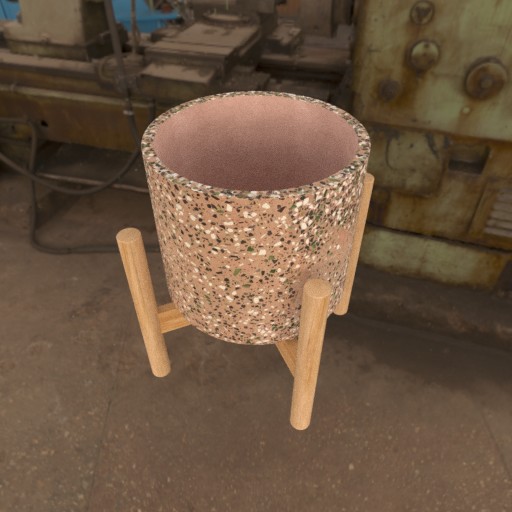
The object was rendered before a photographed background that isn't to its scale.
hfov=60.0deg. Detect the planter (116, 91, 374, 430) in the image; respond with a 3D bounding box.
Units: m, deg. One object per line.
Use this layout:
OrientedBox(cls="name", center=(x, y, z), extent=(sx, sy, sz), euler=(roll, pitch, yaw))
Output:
OrientedBox(cls="planter", center=(0.000, 0.000, 0.543), extent=(0.284, 0.320, 0.284), euler=(0, 42, 0))
